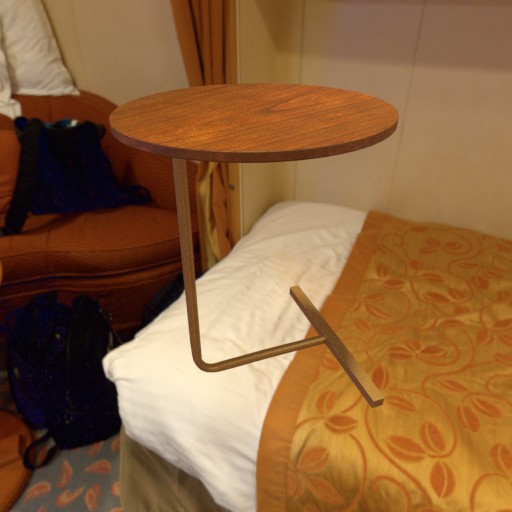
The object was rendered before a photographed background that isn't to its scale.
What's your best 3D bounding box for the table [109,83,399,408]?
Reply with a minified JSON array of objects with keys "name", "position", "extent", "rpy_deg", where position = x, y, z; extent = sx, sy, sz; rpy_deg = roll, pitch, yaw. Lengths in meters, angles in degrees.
[{"name":"table","position":[0.000,0.000,1.089],"extent":[0.577,0.706,0.530],"rpy_deg":[-11,33,-17]}]
